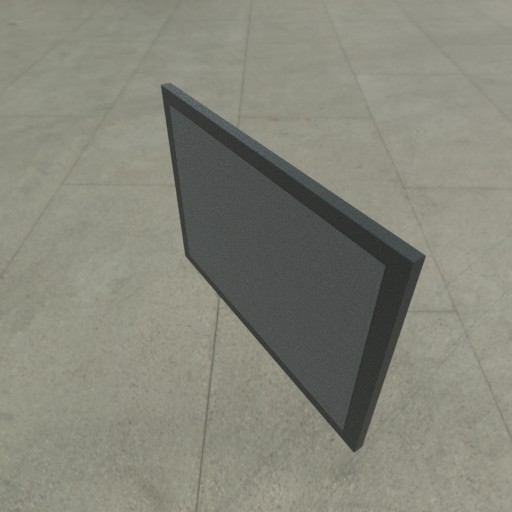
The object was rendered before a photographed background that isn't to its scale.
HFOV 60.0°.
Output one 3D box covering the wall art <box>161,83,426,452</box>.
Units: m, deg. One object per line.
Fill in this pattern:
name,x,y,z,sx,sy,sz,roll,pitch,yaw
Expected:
wall art,0.000,0.000,0.565,0.016,0.306,0.432,-24,47,-25
